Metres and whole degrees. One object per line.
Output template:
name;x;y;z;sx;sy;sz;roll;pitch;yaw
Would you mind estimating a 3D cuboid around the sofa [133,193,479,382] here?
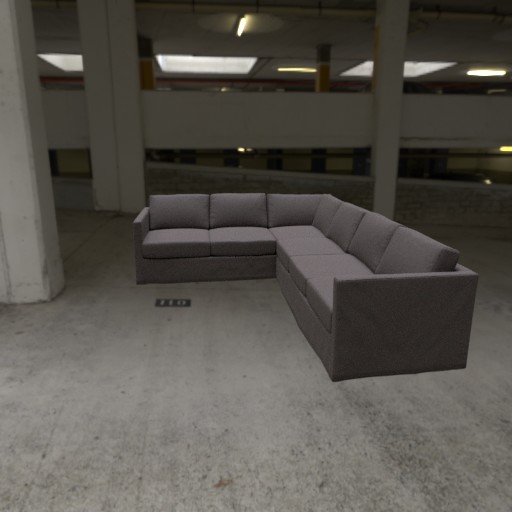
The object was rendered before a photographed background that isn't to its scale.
sofa;0.000;0.000;4.204;2.432;0.871;3.182;-2;15;-7
